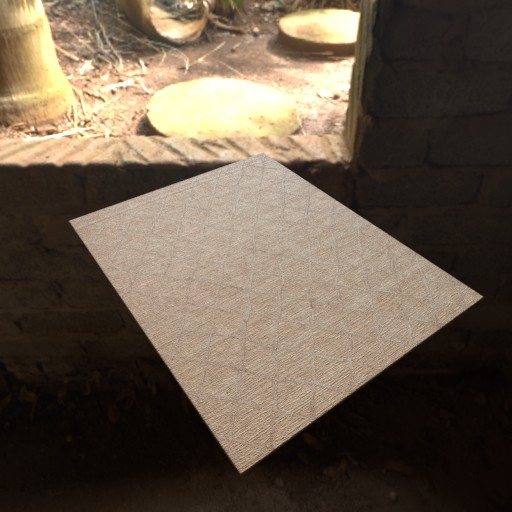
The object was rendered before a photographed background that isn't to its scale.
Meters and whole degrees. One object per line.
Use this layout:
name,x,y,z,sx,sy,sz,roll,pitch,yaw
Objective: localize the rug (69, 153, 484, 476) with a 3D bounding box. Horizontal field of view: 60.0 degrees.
rug,0.000,0.000,4.033,2.420,0.019,3.039,-25,47,-26
